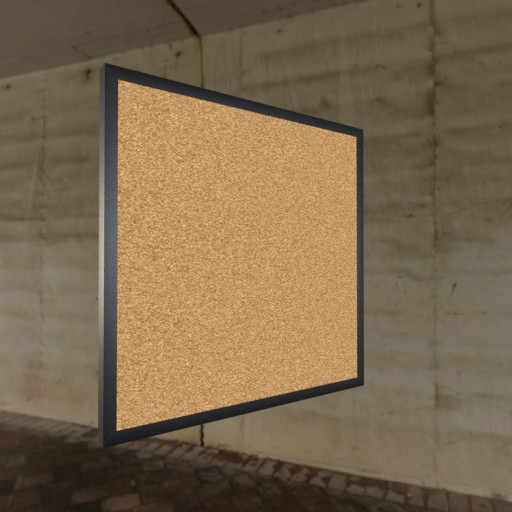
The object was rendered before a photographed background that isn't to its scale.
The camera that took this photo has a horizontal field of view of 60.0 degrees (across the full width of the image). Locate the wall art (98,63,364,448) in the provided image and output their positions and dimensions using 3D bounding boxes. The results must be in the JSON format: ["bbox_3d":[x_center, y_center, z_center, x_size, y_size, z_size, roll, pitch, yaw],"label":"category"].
[{"bbox_3d":[0.000,0.000,1.102,0.756,0.755,0.036,1,-1,-36],"label":"wall art"}]
